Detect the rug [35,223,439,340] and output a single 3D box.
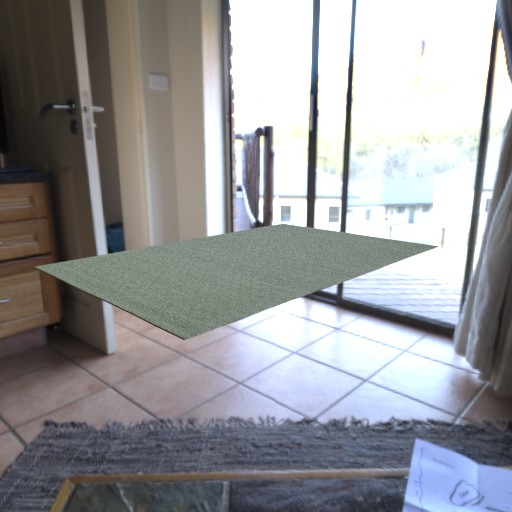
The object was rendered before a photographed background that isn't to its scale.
[{"bbox_3d":[0.000,0.000,2.249,1.143,0.006,1.747,13,18,43],"label":"rug"}]
